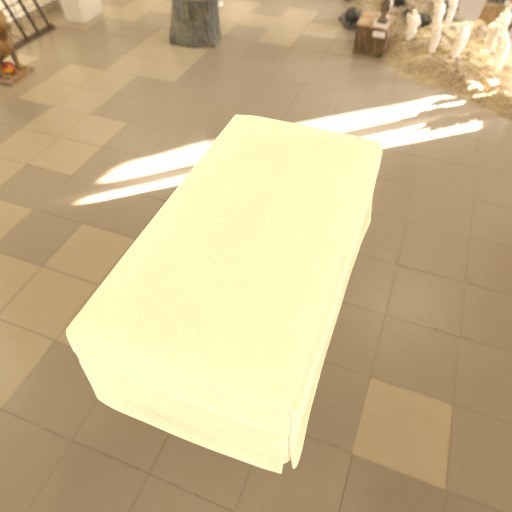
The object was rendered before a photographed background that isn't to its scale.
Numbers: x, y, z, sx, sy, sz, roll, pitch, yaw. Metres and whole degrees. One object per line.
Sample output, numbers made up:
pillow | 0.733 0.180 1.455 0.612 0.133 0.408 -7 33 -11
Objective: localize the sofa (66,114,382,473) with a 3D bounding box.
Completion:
sofa | 0.000 0.000 2.170 0.939 0.552 1.677 16 49 14
